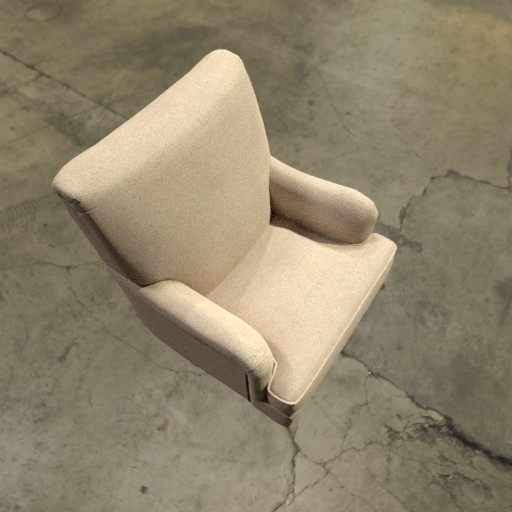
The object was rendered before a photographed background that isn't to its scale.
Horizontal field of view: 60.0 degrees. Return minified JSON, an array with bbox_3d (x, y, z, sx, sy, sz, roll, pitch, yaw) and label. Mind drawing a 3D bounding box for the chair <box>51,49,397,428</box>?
[{"bbox_3d":[0.000,0.000,1.812,0.953,1.119,0.879,31,62,18],"label":"chair"}]
